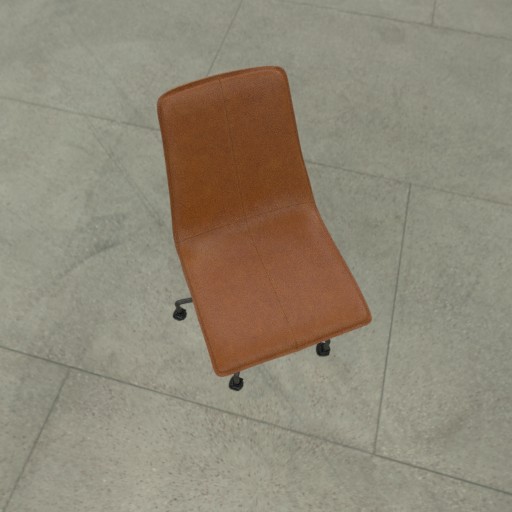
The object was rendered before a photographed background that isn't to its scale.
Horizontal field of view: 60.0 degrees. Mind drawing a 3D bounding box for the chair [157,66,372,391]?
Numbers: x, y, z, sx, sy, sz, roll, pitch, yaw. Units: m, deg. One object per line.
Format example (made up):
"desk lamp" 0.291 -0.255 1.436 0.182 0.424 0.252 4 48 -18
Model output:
"chair" 0.000 0.000 1.396 0.651 0.920 0.660 -18 63 -9
